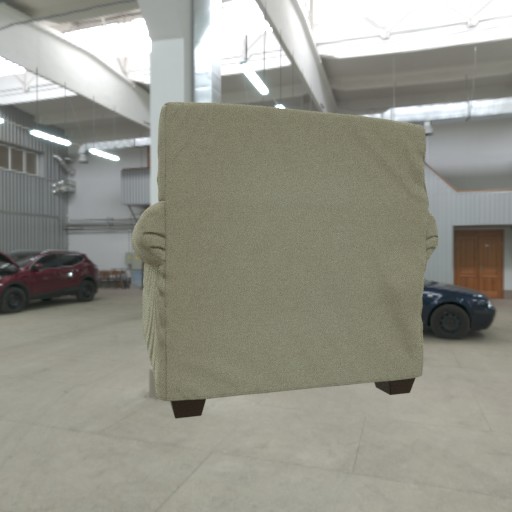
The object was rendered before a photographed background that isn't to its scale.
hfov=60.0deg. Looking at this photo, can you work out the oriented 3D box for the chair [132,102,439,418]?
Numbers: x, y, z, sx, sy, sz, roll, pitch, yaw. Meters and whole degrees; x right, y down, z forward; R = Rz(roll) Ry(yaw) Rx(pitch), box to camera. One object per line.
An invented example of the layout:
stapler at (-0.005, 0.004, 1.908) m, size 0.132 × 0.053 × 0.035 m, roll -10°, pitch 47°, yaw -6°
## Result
chair at (0.000, 0.000, 1.743) m, size 0.940 × 0.866 × 1.066 m, roll 0°, pitch 1°, yaw -17°
